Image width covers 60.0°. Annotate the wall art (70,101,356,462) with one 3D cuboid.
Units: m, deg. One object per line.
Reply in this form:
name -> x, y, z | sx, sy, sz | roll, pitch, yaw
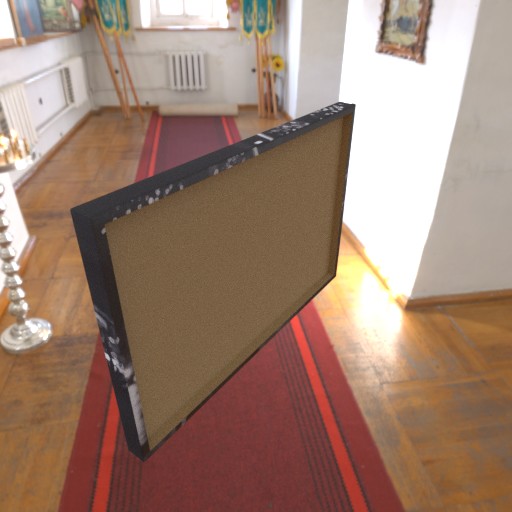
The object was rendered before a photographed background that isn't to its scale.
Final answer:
wall art -> 0.000, 0.000, 0.768 | 0.037, 0.406, 0.609 | 21, 37, 30
